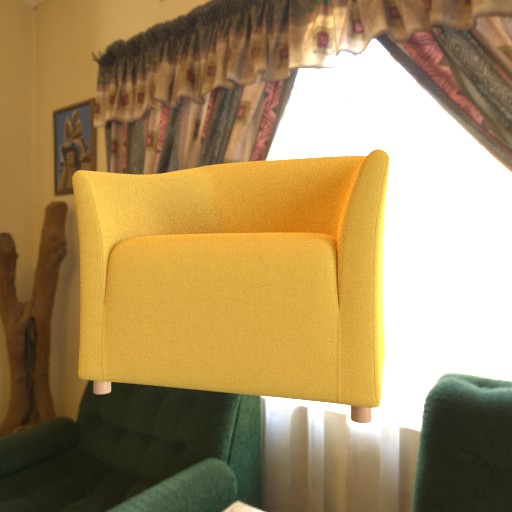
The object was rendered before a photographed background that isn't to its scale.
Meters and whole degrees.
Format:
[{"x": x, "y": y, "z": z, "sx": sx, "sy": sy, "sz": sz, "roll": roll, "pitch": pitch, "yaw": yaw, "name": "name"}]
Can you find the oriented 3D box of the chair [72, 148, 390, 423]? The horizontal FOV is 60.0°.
[{"x": 0.000, "y": 0.000, "z": 1.346, "sx": 0.790, "sy": 0.720, "sz": 0.700, "roll": 0, "pitch": 0, "yaw": 18, "name": "chair"}]
